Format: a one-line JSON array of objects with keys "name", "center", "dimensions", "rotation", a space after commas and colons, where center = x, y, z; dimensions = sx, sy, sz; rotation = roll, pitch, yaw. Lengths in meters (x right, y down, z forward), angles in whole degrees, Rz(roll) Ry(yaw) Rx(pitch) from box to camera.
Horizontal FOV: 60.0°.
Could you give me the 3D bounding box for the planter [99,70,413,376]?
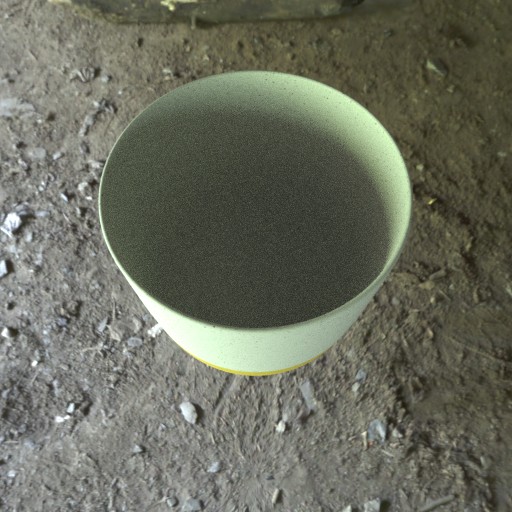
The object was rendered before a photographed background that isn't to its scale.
[{"name": "planter", "center": [0.000, 0.000, 0.372], "dimensions": [0.195, 0.214, 0.195], "rotation": [0, 64, 0]}]
